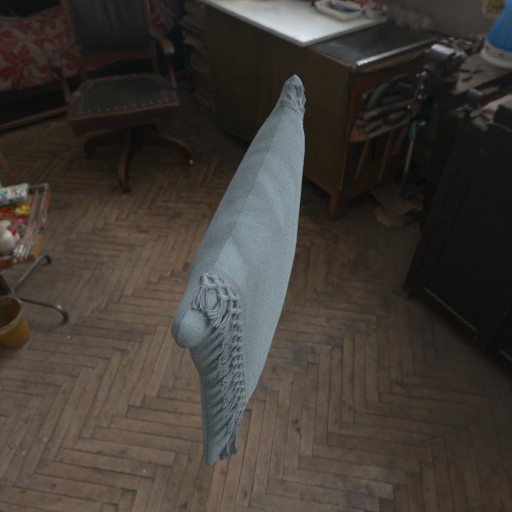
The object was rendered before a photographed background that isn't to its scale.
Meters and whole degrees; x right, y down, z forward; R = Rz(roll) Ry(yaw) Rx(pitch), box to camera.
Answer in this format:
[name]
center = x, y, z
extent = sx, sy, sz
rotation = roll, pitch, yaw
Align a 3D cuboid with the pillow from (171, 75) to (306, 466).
[pillow]
center = 0.000, 0.000, 0.599
extent = 0.084, 0.305, 0.466
rotation = 11, 47, 10
